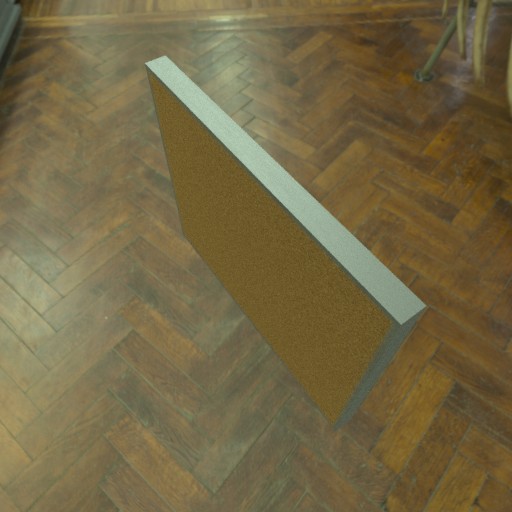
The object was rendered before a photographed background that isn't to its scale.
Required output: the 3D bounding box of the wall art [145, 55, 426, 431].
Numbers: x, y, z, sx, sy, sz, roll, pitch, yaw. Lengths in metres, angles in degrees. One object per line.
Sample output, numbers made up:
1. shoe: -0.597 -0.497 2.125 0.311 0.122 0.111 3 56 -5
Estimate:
1. wall art: 0.000 0.000 0.766 0.037 0.450 0.557 -30 61 -19
